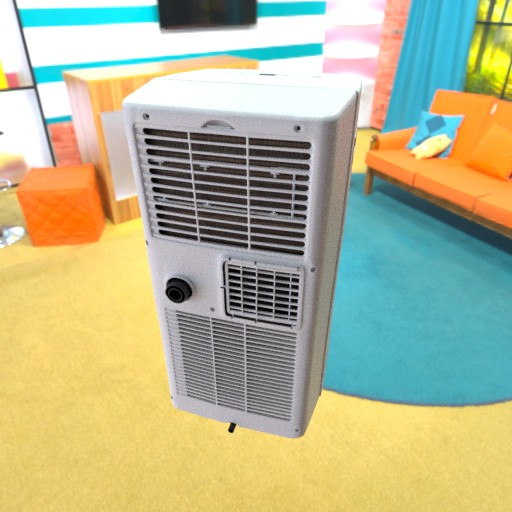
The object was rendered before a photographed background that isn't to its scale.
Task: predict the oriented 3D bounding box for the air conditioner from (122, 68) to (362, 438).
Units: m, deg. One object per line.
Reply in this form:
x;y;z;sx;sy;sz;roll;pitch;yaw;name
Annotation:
0.000;0.000;0.805;0.304;0.606;0.349;9;32;14;air conditioner
